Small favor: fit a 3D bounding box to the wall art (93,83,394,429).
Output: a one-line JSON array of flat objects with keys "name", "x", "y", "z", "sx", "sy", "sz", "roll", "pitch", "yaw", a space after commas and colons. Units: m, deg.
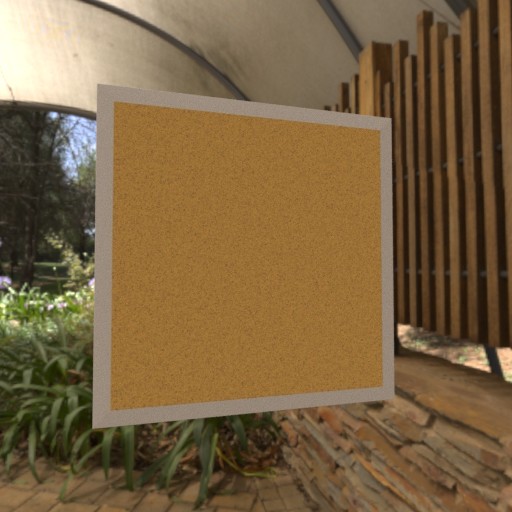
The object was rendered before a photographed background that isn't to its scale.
[{"name": "wall art", "x": 0.000, "y": 0.000, "z": 1.891, "sx": 1.289, "sy": 1.291, "sz": 0.098, "roll": 1, "pitch": -2, "yaw": -17}]
